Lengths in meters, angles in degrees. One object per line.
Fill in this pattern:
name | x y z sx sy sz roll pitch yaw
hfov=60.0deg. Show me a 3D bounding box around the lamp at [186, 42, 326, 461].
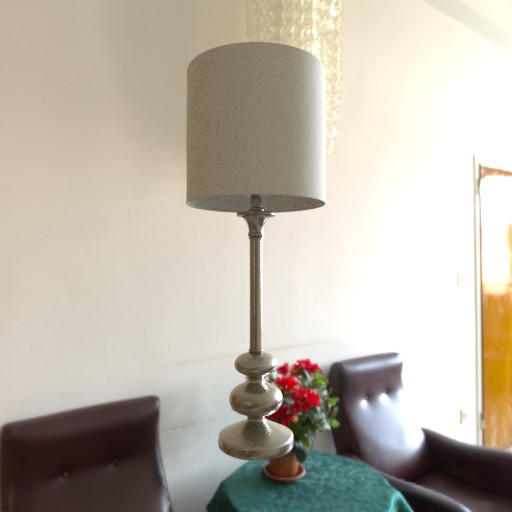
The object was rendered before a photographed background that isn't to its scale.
lamp | 0.000 0.000 0.814 0.254 0.690 0.254 0 -1 18
